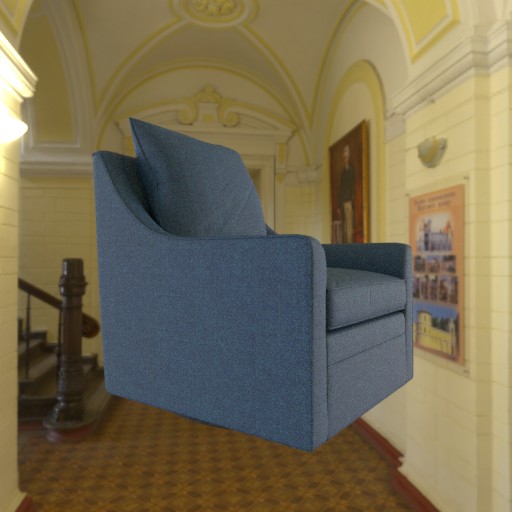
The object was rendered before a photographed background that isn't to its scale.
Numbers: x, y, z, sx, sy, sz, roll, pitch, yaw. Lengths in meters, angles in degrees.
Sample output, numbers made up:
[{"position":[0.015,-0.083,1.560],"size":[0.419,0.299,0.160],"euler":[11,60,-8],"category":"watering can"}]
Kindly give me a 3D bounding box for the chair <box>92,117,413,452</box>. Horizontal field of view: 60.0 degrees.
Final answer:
[{"position":[0.000,0.000,1.544],"size":[0.870,0.939,0.750],"euler":[0,0,36],"category":"chair"}]
